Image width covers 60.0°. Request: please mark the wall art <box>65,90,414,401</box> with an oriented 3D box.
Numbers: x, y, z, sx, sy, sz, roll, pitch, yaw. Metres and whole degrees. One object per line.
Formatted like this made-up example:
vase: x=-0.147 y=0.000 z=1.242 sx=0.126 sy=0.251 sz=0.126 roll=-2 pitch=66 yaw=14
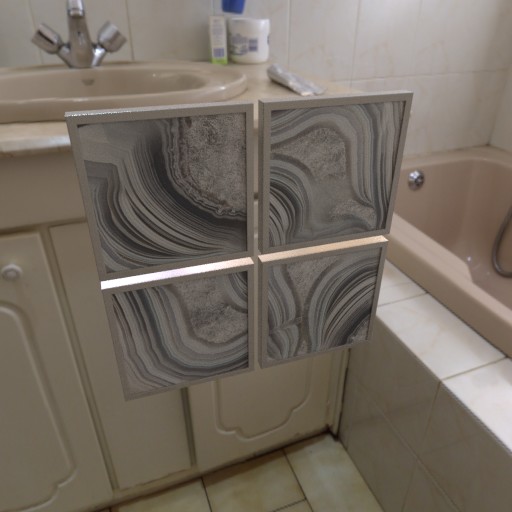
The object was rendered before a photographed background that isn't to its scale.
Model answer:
wall art: x=0.000 y=0.000 z=0.910 sx=0.611 sy=0.611 sz=0.029 roll=-9 pitch=31 yaw=-16
